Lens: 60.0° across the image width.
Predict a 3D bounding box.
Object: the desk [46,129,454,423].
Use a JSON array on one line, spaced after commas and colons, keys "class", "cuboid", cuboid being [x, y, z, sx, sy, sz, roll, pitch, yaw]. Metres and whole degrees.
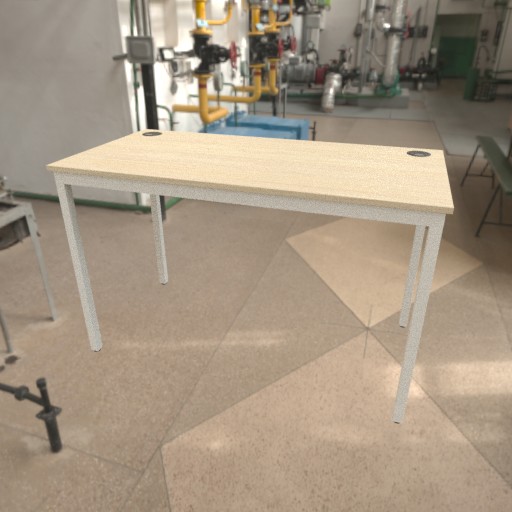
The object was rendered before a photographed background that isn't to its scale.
[{"class": "desk", "cuboid": [0.000, 0.000, 1.656, 1.200, 0.750, 0.600, 9, 28, 16]}]
